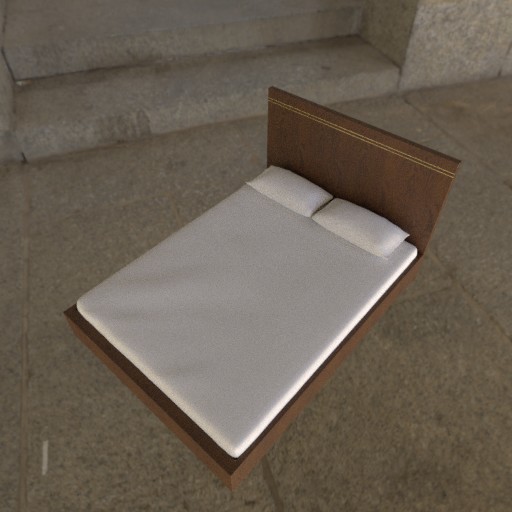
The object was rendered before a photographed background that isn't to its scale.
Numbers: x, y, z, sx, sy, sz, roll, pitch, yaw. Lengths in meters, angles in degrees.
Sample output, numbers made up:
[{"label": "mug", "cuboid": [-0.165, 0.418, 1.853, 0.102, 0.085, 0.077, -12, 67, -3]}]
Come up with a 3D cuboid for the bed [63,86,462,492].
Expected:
[{"label": "bed", "cuboid": [0.000, 0.000, 3.096, 1.613, 1.169, 2.221, 33, 54, 27]}]
